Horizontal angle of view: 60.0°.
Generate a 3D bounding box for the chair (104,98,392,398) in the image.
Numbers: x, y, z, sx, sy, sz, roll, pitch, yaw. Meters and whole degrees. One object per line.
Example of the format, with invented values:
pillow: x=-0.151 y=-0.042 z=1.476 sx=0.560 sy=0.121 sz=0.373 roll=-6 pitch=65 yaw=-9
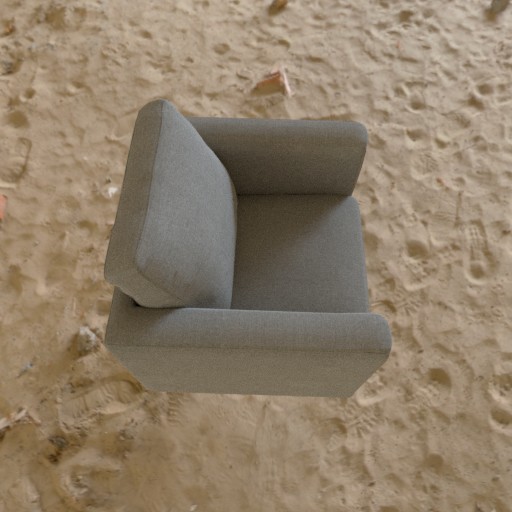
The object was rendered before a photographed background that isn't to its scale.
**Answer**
chair: x=0.000 y=0.000 z=1.570 sx=0.800 sy=0.927 sz=0.855 roll=1 pitch=62 yaw=1
